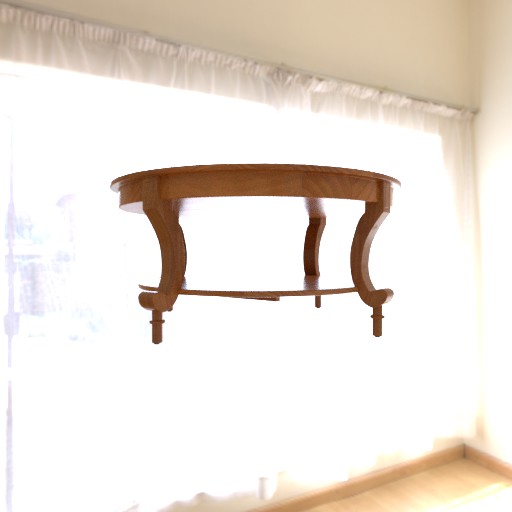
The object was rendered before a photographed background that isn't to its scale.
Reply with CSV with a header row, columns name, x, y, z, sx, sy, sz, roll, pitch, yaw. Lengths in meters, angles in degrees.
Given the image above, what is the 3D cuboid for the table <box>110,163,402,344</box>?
name,x,y,z,sx,sy,sz,roll,pitch,yaw
table,0.000,0.000,1.640,1.029,0.490,1.029,0,1,0
